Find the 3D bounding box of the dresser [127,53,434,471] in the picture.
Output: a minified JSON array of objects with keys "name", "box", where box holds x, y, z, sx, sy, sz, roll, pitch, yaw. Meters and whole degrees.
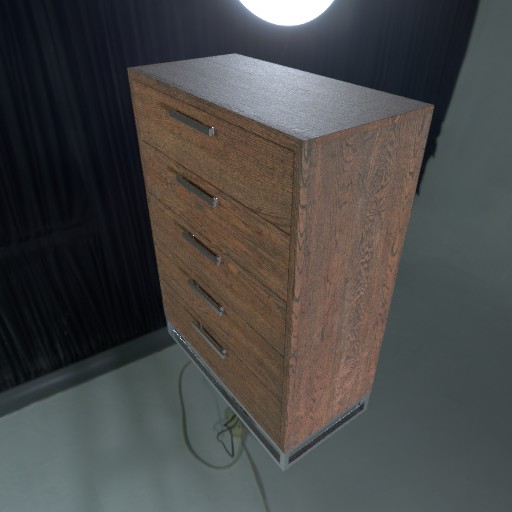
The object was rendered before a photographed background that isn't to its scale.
[{"name":"dresser","box":[0.000,0.000,1.781,0.508,1.321,0.965,-23,40,-30]}]
